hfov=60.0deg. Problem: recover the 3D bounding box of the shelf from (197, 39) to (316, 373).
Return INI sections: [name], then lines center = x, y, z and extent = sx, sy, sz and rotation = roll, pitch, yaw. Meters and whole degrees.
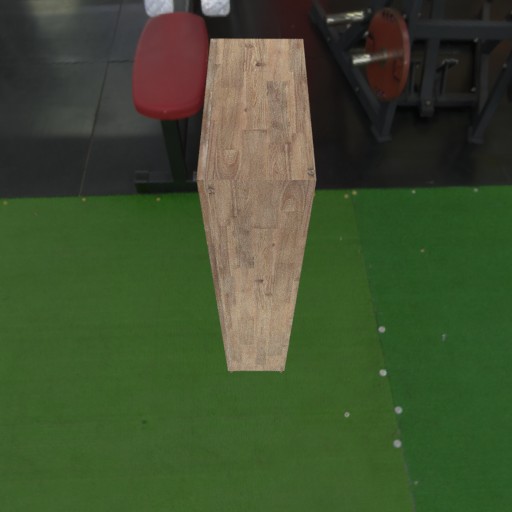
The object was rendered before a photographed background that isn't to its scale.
[shelf]
center = 0.000, 0.000, 1.592
extent = 0.267, 1.342, 0.491
rotation = 0, 57, 0
